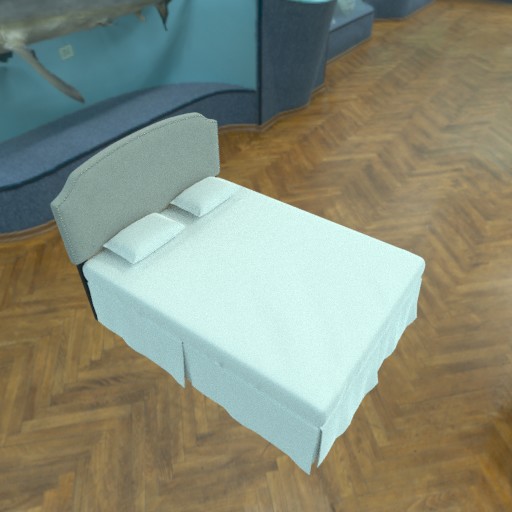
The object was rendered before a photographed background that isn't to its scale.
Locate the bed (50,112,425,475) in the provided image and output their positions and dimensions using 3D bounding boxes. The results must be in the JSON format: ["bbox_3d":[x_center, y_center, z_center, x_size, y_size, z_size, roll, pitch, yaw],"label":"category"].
[{"bbox_3d":[0.000,0.000,2.998,1.999,1.270,1.558,25,47,26],"label":"bed"}]
